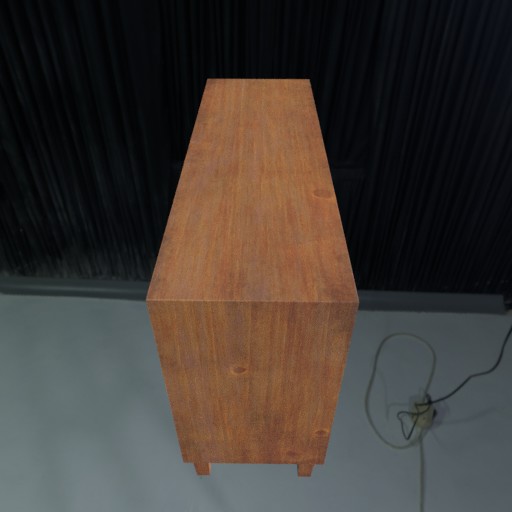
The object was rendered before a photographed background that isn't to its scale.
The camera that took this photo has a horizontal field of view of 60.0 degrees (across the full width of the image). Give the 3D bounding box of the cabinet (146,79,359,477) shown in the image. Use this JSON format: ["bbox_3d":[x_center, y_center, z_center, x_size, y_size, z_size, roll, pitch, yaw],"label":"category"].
[{"bbox_3d":[0.000,0.000,1.549,0.403,0.805,1.204,1,40,1],"label":"cabinet"}]
